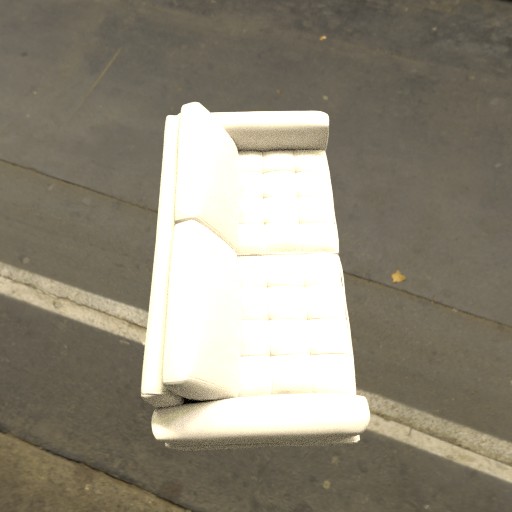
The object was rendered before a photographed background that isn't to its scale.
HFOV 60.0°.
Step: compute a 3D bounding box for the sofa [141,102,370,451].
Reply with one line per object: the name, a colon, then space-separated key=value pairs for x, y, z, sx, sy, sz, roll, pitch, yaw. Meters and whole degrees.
sofa: x=0.000 y=0.000 z=2.760 sx=1.121 sy=0.930 sz=2.177 roll=-1 pitch=62 yaw=-1
